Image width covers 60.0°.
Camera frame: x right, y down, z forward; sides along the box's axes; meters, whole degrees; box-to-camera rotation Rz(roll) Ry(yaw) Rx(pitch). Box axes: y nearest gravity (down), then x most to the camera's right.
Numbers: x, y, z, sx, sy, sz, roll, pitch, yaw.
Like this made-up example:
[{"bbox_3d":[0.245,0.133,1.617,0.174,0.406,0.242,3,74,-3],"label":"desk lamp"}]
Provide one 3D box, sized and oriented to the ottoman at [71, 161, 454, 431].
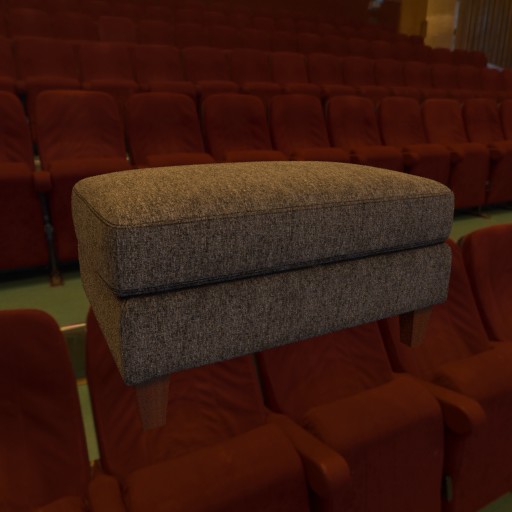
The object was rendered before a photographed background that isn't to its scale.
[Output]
[{"bbox_3d":[0.000,0.000,1.195,0.864,0.483,0.584,-9,19,-27],"label":"ottoman"}]
